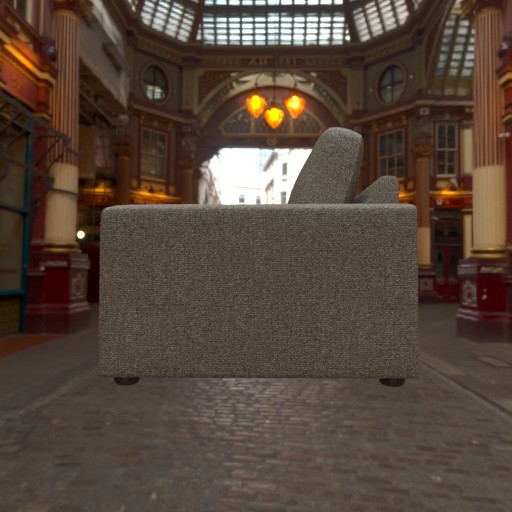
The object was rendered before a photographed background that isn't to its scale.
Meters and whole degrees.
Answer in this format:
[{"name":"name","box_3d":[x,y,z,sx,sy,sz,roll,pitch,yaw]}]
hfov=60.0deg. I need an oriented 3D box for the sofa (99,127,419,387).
[{"name":"sofa","box_3d":[0.000,0.000,2.153,1.016,0.873,1.616,0,-2,1]}]
